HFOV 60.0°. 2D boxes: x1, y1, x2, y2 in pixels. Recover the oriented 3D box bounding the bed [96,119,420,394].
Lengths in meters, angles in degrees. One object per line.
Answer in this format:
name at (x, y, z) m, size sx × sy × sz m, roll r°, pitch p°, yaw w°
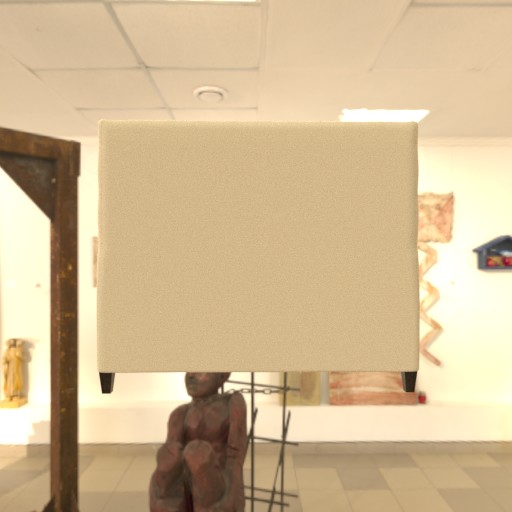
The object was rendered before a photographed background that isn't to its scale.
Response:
bed at (0.000, 0.000, 3.398) m, size 1.696 × 1.426 × 2.233 m, roll 0°, pitch 0°, yaw -1°
